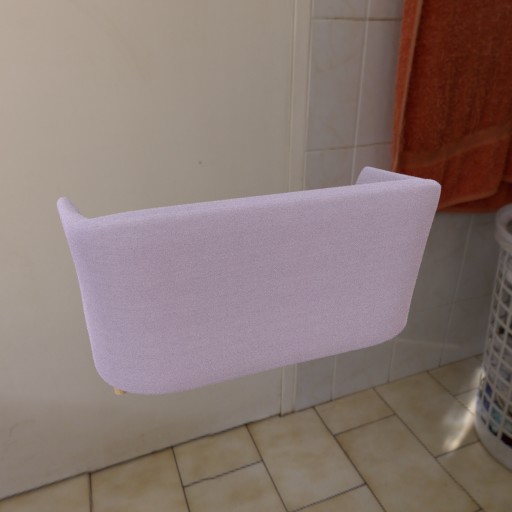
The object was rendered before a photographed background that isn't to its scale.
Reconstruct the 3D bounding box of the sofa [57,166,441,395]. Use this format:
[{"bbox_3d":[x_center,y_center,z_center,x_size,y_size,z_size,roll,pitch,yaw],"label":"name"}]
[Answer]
[{"bbox_3d":[0.000,0.000,1.802,1.452,0.721,0.705,-9,27,-17],"label":"sofa"}]
